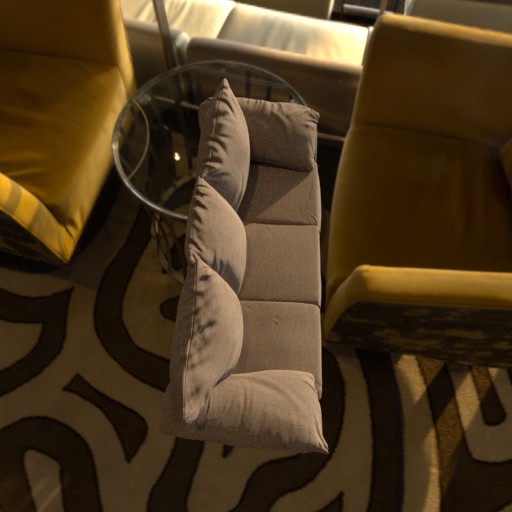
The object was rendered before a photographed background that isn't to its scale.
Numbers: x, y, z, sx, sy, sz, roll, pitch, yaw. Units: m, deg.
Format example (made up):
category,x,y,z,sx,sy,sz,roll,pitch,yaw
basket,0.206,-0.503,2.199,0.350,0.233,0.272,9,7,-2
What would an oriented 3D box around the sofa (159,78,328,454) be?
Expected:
category,x,y,z,sx,sy,sz,roll,pitch,yaw
sofa,0.000,0.000,2.951,0.927,1.043,2.390,2,64,1
